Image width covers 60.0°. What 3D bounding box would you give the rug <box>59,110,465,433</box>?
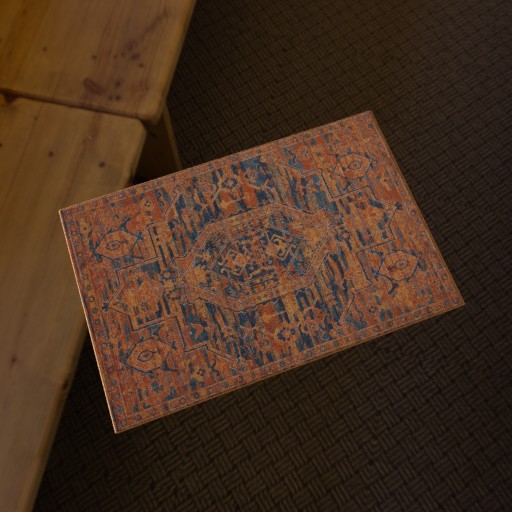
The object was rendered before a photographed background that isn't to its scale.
[{"bbox_3d":[0.000,0.000,2.226,1.758,0.013,1.148,-19,75,-5],"label":"rug"}]
